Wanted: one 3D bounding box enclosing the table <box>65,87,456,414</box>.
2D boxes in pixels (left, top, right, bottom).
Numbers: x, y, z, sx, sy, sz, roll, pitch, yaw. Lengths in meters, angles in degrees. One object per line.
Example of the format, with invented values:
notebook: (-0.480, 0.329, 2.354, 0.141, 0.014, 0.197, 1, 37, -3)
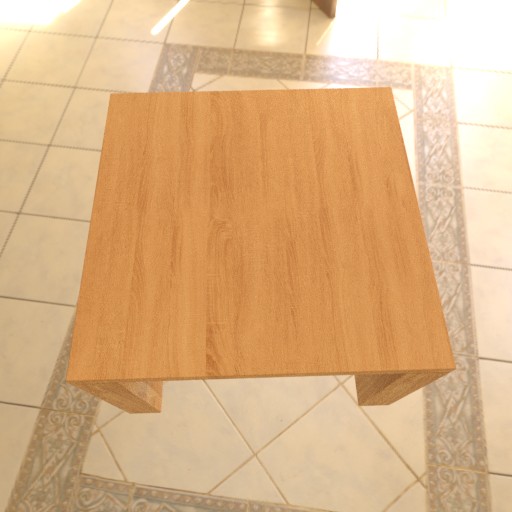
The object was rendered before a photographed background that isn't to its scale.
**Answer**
table: (0.000, 0.000, 1.148, 0.700, 0.450, 0.700, -2, 64, -1)
